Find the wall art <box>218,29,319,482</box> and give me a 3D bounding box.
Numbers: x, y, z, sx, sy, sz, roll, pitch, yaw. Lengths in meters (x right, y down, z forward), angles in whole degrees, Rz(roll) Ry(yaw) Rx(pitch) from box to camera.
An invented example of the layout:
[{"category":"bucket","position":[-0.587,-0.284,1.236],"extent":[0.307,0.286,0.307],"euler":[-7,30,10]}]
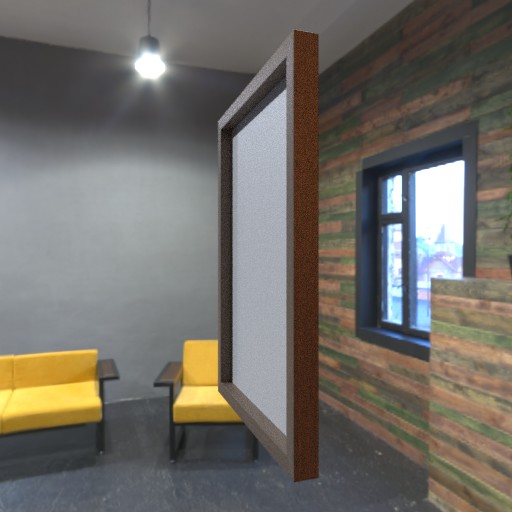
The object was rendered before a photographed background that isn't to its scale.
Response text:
[{"category":"wall art","position":[0.000,0.000,0.673],"extent":[0.032,0.510,0.358],"euler":[0,0,-19]}]
